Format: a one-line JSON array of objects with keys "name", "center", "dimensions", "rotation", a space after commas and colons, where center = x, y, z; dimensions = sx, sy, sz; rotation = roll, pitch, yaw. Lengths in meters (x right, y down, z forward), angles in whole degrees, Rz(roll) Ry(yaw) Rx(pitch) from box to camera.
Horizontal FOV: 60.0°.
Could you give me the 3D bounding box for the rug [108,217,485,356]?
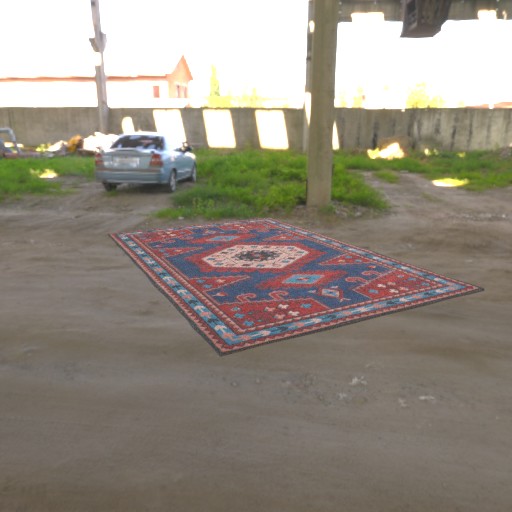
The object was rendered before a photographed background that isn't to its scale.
[{"name": "rug", "center": [0.000, 0.000, 2.350], "dimensions": [1.207, 0.012, 1.820], "rotation": [-8, 18, -27]}]
